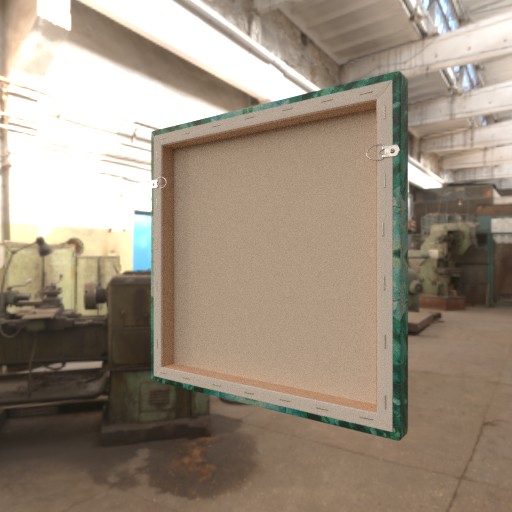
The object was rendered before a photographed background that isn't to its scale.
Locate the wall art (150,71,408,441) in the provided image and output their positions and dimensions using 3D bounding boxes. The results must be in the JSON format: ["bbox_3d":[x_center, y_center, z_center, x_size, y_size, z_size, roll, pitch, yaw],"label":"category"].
[{"bbox_3d":[0.000,0.000,0.763,0.507,0.508,0.038,0,0,36],"label":"wall art"}]
